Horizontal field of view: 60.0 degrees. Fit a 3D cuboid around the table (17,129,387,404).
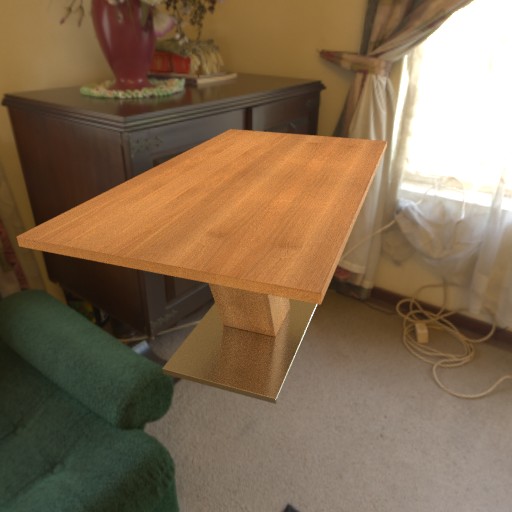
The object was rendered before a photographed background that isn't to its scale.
[{"bbox_3d":[0.000,0.000,1.991,0.900,0.750,1.600,9,29,18],"label":"table"}]
